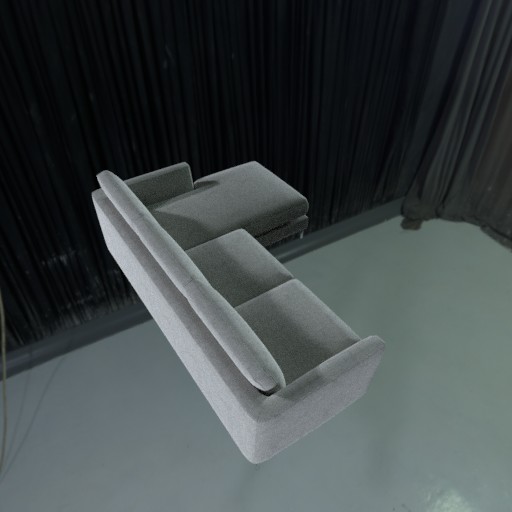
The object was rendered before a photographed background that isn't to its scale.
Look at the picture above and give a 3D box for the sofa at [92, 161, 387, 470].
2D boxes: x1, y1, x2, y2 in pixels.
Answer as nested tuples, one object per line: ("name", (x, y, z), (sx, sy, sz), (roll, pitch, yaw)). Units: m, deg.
("sofa", (0.000, 0.000, 3.289), (1.626, 0.864, 2.438), (-24, 47, -25))
